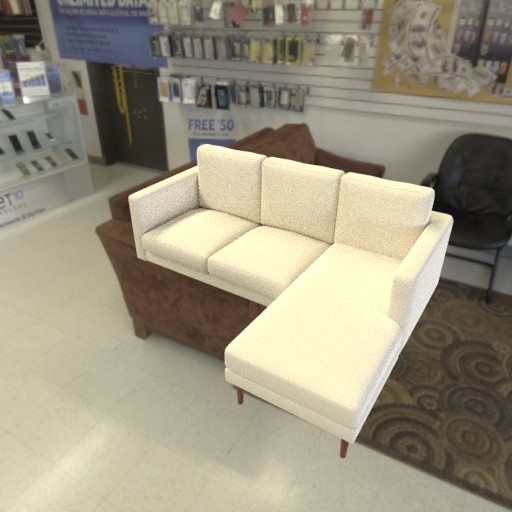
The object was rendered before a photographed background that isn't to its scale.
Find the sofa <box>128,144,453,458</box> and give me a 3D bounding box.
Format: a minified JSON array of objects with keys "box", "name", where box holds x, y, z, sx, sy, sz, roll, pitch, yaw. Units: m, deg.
[{"box":[0.000,0.000,2.862,2.029,0.899,1.580,18,35,28],"name":"sofa"}]
